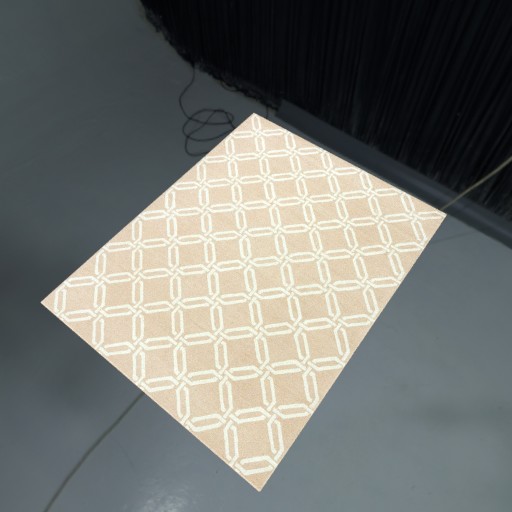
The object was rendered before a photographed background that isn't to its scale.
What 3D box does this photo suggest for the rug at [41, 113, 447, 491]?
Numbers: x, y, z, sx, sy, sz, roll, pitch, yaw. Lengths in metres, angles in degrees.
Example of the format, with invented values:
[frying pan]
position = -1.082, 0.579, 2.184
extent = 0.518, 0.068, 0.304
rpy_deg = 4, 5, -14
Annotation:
[rug]
position = 0.000, 0.000, 3.915
extent = 2.288, 0.018, 2.895
rpy_deg = 33, 64, 19
